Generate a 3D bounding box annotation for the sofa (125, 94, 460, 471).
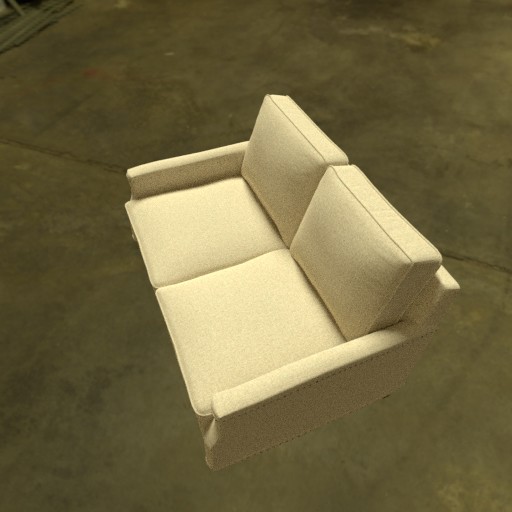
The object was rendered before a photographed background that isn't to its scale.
[{"bbox_3d":[0.000,0.000,2.262,1.084,1.003,1.597,-17,50,-15],"label":"sofa"}]
